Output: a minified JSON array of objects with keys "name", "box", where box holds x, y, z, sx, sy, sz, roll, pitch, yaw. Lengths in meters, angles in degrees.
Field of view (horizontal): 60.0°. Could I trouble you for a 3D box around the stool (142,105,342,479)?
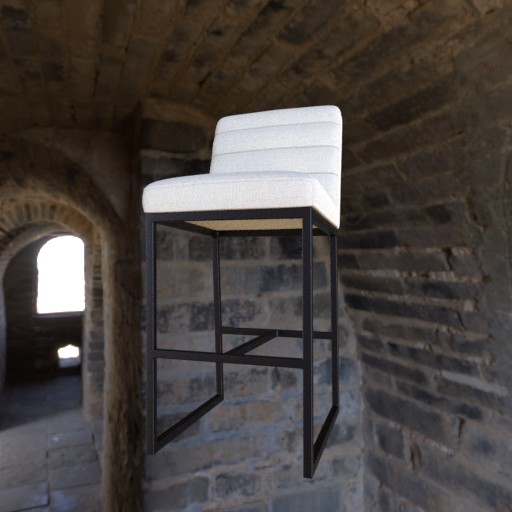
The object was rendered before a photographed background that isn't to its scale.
[{"name":"stool","box":[0.000,0.000,1.340,0.460,1.040,0.560,0,-1,18]}]
